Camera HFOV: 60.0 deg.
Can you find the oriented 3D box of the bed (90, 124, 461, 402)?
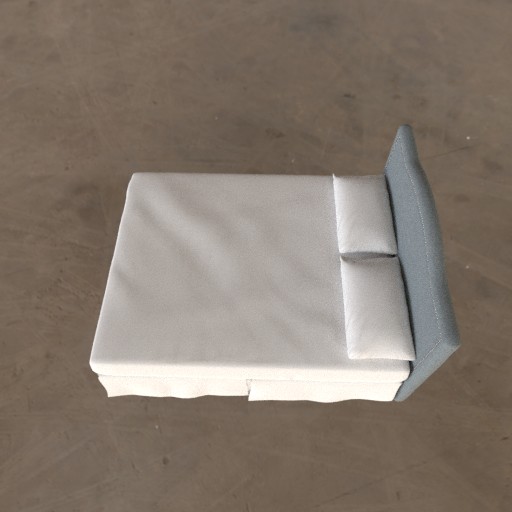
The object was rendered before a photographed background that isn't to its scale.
[{"bbox_3d":[0.000,0.000,3.910,2.689,1.457,2.161,1,58,1],"label":"bed"}]
